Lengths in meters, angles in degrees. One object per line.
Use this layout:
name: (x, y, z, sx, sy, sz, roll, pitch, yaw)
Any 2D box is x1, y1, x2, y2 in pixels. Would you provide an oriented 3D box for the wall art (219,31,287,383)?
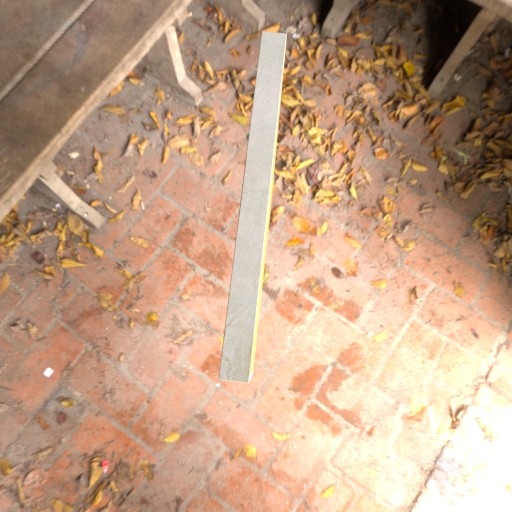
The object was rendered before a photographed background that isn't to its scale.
wall art: (0.000, 0.000, 0.977, 0.038, 0.764, 0.508, 6, 76, 1)
